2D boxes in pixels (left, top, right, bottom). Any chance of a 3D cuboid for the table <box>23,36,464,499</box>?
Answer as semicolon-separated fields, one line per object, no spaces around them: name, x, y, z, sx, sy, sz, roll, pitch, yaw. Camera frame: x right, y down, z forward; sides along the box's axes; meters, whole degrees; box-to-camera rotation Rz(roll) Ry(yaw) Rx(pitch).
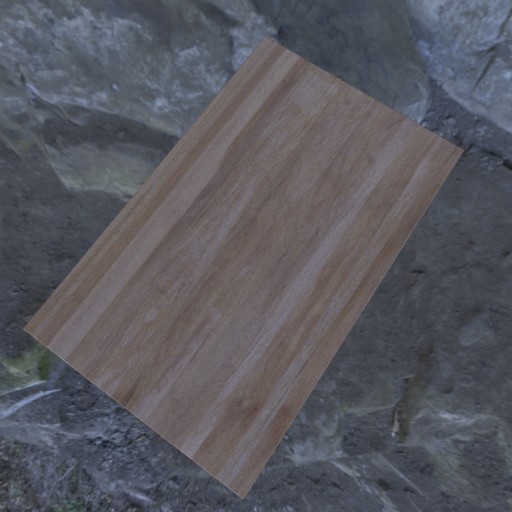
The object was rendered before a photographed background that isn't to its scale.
table;0.000;0.000;1.416;0.692;0.441;1.100;34;77;9
